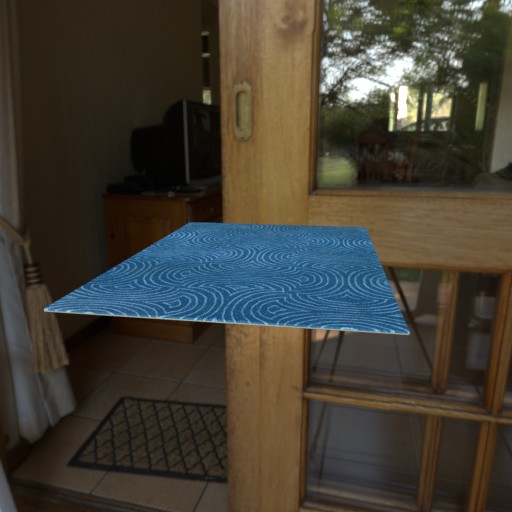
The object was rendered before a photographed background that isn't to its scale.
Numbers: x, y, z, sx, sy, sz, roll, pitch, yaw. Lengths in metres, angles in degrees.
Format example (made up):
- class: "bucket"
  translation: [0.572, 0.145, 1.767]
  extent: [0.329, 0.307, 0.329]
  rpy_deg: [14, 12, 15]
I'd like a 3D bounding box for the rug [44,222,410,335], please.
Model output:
- class: "rug"
  translation: [0.000, 0.000, 2.848]
  extent: [1.543, 0.015, 2.144]
  rpy_deg: [2, 15, 9]
